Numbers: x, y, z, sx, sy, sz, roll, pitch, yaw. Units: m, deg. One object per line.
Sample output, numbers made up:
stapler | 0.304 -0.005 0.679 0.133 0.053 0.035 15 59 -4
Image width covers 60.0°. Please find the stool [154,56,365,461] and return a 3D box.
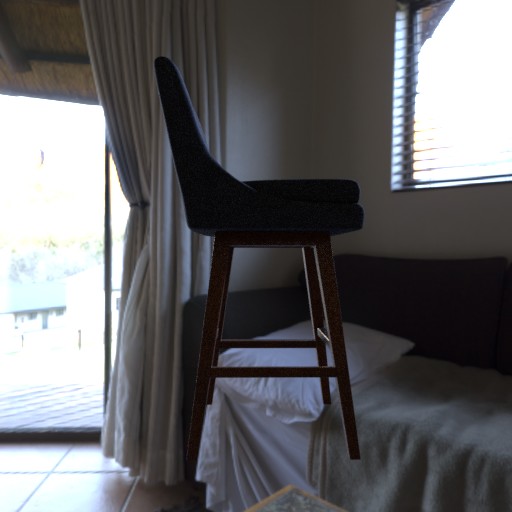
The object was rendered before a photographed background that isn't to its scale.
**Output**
stool | 0.000 0.000 1.382 0.572 1.068 0.489 0 0 -1
